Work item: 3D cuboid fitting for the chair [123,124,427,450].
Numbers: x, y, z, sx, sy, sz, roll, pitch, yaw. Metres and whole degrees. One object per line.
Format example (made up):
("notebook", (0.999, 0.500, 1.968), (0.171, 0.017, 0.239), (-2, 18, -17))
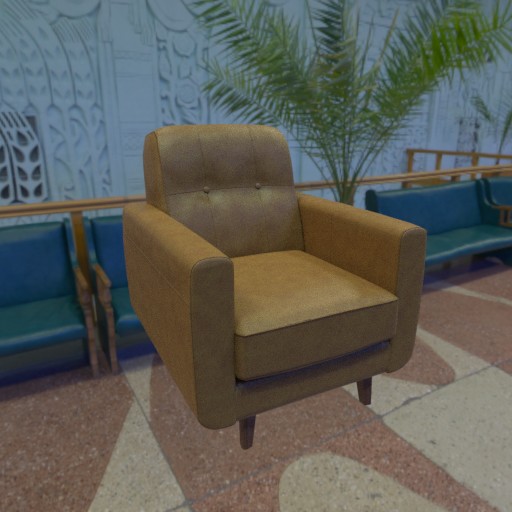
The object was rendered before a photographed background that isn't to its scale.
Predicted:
("chair", (0.000, 0.000, 1.704), (0.845, 0.968, 0.942), (-9, 19, -26))
